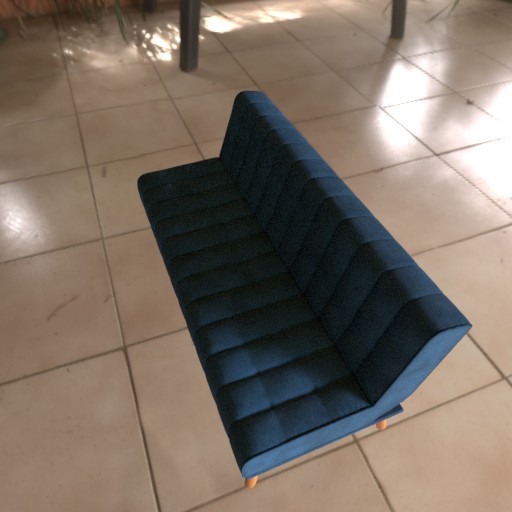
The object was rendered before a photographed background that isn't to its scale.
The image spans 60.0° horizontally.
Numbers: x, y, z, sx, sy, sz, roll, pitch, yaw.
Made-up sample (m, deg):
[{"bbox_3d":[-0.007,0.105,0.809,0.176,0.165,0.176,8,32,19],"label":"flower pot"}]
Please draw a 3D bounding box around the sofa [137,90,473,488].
[{"bbox_3d":[0.000,0.000,2.227,0.855,0.813,1.804,-17,49,-15],"label":"sofa"}]
